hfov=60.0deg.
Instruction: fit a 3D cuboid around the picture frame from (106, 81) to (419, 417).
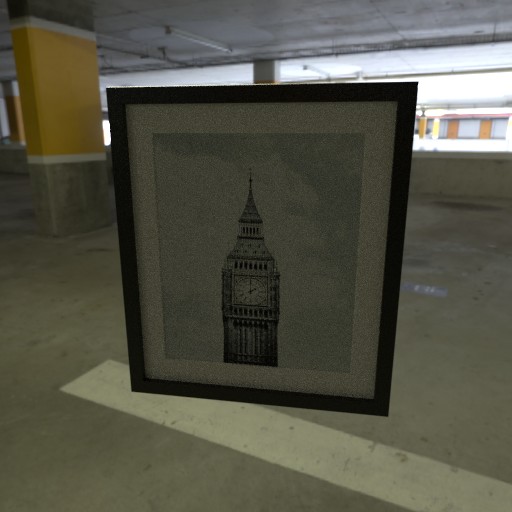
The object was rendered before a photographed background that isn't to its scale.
[{"bbox_3d":[0.000,0.000,0.525,0.328,0.378,0.034,3,16,9],"label":"picture frame"}]
